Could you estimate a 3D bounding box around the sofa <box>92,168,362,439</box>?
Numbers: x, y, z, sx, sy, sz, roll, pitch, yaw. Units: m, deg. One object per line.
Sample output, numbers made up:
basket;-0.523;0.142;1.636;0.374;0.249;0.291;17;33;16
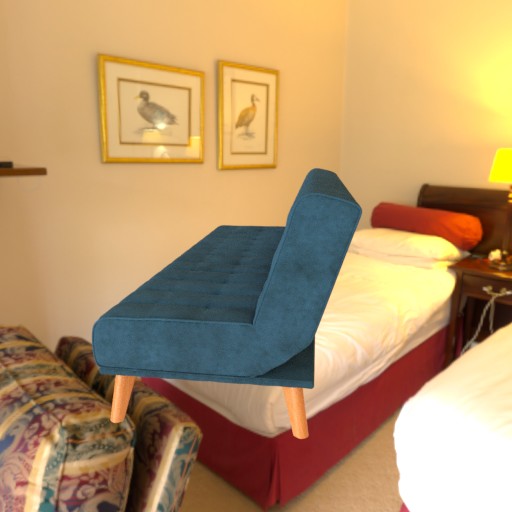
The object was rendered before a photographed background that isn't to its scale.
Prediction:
sofa;0.000;0.000;2.257;0.855;0.813;1.804;2;14;8
